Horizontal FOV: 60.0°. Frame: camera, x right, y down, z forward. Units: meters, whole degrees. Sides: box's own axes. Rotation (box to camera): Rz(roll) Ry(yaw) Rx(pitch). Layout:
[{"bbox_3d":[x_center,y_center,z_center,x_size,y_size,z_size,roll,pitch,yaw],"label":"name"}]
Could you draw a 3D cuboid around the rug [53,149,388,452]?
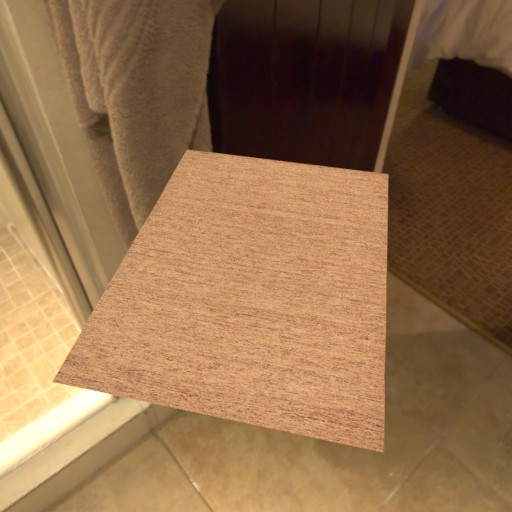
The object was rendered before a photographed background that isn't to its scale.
[{"bbox_3d":[0.000,0.000,4.234,2.448,0.013,3.205,9,47,8],"label":"rug"}]
